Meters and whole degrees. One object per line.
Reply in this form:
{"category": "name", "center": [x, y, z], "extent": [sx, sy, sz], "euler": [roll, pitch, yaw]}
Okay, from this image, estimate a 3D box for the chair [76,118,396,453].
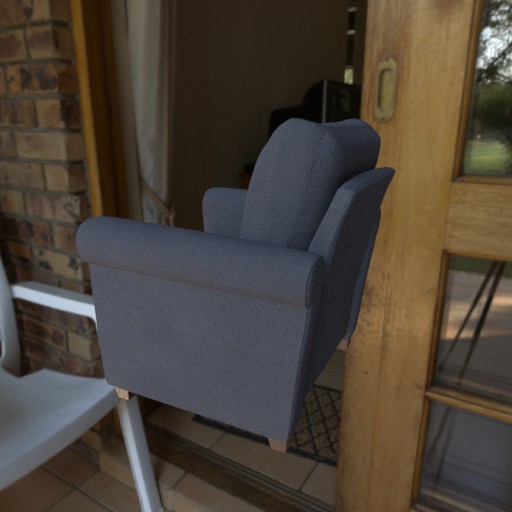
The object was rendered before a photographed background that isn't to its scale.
{"category": "chair", "center": [0.000, 0.000, 1.591], "extent": [0.828, 0.942, 0.867], "euler": [8, 19, 25]}
